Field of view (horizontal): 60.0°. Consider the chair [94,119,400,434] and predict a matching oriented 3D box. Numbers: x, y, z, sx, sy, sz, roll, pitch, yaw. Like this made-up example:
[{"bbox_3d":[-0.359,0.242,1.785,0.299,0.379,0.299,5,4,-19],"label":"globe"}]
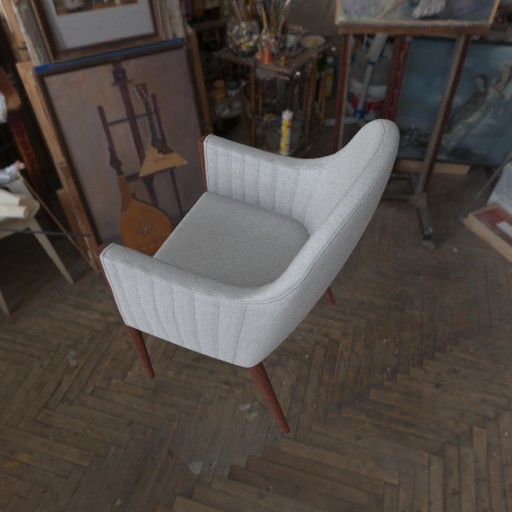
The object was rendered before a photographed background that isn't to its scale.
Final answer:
[{"bbox_3d":[0.000,0.000,1.288,0.620,0.889,0.610,16,48,15],"label":"chair"}]
